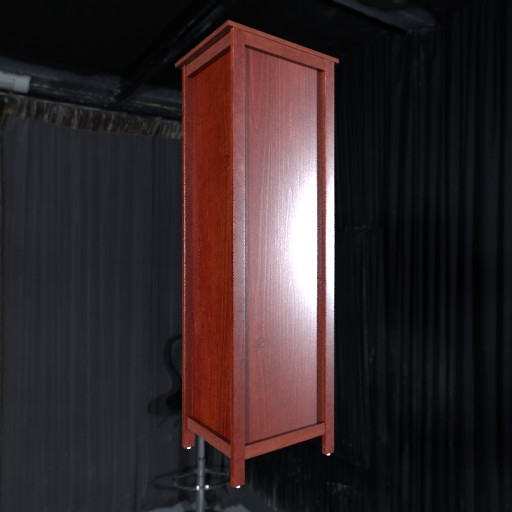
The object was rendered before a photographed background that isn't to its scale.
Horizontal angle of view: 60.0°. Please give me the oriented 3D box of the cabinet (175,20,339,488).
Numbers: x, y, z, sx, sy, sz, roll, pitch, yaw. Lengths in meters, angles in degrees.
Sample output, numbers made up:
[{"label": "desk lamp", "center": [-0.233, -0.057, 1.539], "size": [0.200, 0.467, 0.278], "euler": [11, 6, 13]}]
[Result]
[{"label": "cabinet", "center": [0.000, 0.000, 1.732], "size": [0.500, 1.518, 0.401], "euler": [0, 0, -35]}]
